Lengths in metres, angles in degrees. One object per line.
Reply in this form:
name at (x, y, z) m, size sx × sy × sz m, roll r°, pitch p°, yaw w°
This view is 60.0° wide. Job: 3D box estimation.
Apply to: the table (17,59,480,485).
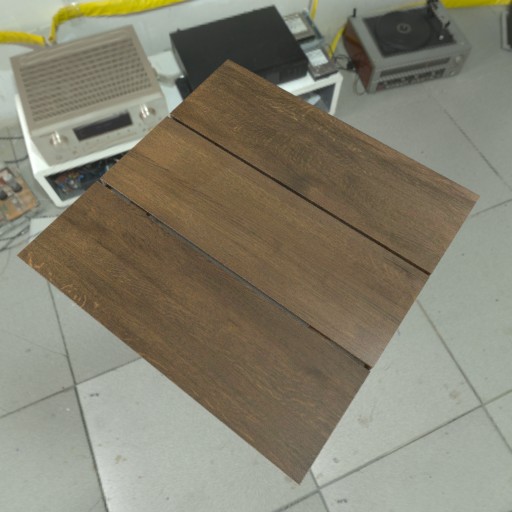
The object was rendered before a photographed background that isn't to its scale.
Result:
table at (0.000, 0.000, 1.385) m, size 0.900 × 0.400 × 0.900 m, roll 34°, pitch 69°, yaw 15°
